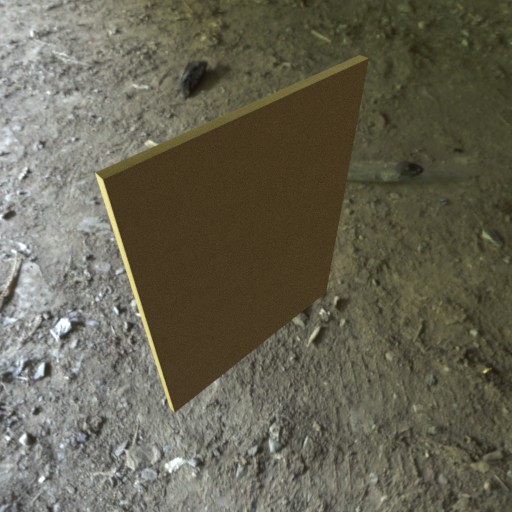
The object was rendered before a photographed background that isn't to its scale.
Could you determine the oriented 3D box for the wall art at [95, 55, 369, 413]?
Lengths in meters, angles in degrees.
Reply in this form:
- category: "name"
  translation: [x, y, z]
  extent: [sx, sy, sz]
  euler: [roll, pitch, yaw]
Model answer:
- category: "wall art"
  translation: [0.000, 0.000, 1.379]
  extent: [0.798, 1.002, 0.030]
  euler: [-34, 55, -28]
